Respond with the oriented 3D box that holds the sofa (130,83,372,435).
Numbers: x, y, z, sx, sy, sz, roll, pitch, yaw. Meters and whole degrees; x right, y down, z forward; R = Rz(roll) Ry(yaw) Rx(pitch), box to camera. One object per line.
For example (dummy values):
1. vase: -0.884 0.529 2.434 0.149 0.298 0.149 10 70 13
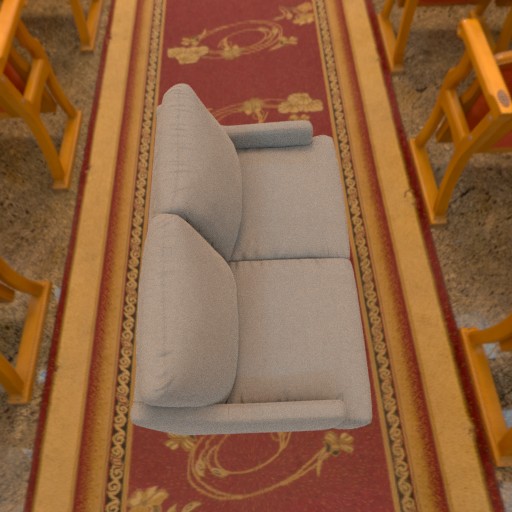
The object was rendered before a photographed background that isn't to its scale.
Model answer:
1. sofa: 0.000 0.000 2.183 0.987 0.921 1.589 -2 64 -1
